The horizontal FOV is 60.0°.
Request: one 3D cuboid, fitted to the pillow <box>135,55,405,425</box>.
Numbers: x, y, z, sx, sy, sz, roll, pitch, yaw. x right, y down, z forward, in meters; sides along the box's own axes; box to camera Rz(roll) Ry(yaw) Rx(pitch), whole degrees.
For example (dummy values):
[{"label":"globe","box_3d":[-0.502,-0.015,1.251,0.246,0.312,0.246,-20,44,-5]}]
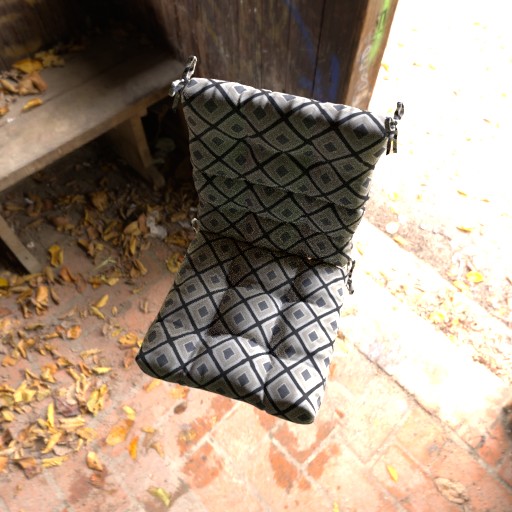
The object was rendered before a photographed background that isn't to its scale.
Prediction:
[{"label":"pillow","box_3d":[0.000,0.000,1.044,0.519,0.605,0.571,15,60,9]}]
